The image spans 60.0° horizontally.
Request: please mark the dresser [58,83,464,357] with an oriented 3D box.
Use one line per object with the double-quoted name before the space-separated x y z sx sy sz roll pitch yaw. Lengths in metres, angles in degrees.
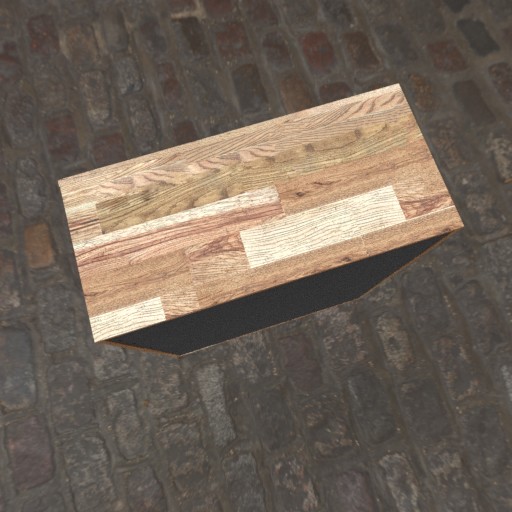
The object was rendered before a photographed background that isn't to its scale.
"dresser" 0.000 0.000 1.754 0.966 1.243 0.480 -17 76 -4
